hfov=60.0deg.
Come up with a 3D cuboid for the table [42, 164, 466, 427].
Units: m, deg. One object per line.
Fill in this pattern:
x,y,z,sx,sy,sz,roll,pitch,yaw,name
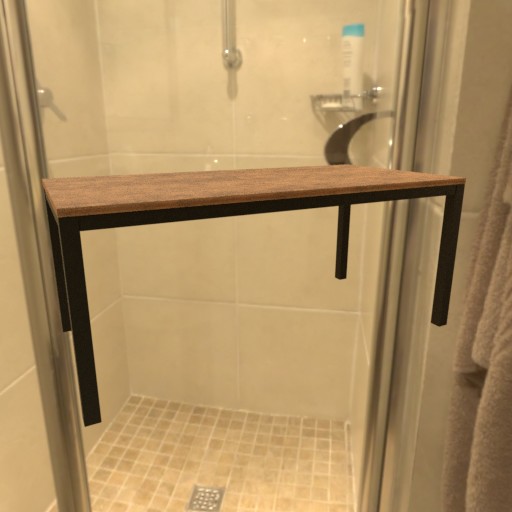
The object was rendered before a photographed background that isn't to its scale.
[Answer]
0.000,0.000,2.210,1.805,0.767,0.893,-8,18,-26,table
